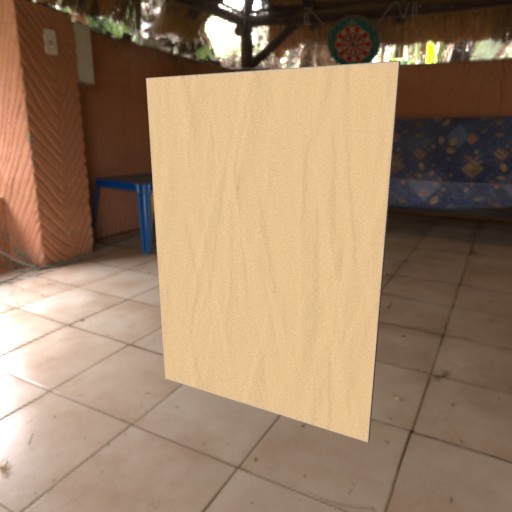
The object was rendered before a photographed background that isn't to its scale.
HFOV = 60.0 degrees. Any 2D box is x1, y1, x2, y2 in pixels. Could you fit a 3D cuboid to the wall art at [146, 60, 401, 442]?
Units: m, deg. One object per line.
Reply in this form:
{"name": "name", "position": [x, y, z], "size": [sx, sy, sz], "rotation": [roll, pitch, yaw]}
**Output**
{"name": "wall art", "position": [0.000, 0.000, 1.438], "size": [0.810, 1.116, 0.016], "rotation": [8, 18, 27]}
